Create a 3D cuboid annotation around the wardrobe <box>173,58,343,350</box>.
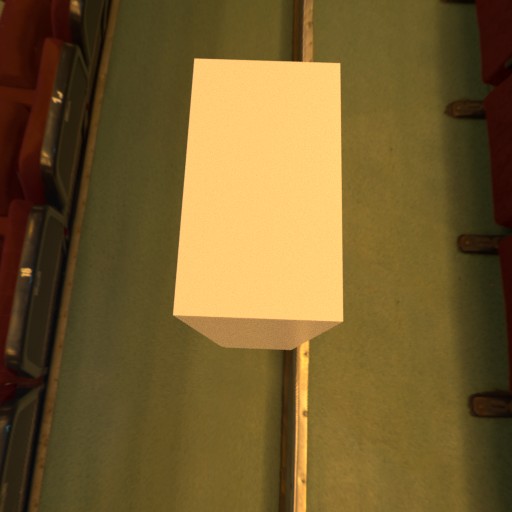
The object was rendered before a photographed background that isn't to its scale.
[{"bbox_3d":[0.000,0.000,2.041,0.470,1.700,0.760,2,76,1],"label":"wardrobe"}]
